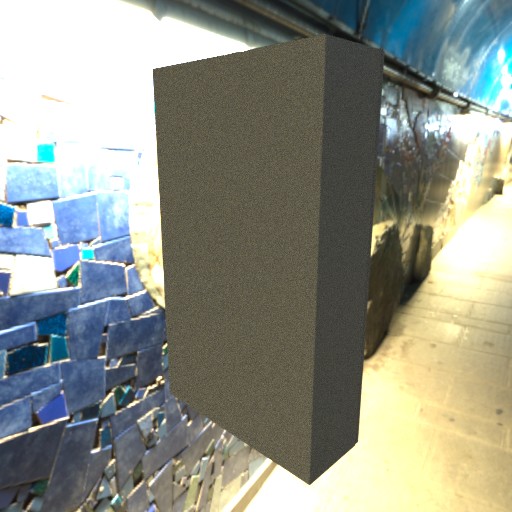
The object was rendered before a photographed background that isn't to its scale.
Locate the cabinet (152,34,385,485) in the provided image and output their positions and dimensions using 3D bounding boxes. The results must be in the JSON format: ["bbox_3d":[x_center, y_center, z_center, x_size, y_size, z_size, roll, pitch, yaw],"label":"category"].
[{"bbox_3d":[0.000,0.000,2.627,1.250,2.160,0.480,14,20,43],"label":"cabinet"}]
